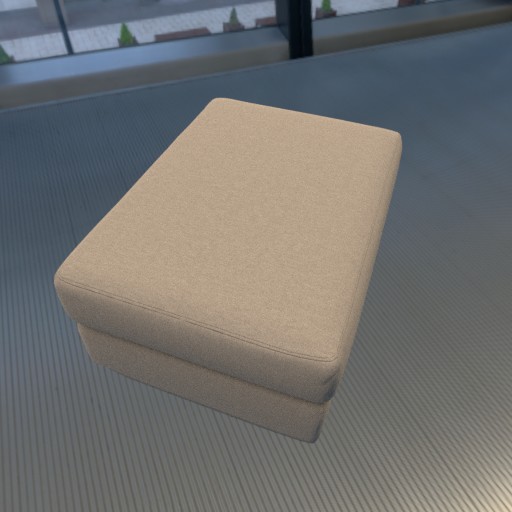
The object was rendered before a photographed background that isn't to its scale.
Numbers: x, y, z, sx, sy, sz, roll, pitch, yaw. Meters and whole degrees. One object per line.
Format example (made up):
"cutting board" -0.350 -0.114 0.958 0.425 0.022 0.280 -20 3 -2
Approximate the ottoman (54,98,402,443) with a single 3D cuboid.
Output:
"ottoman" 0.000 0.000 1.138 0.574 0.497 0.773 15 48 14
